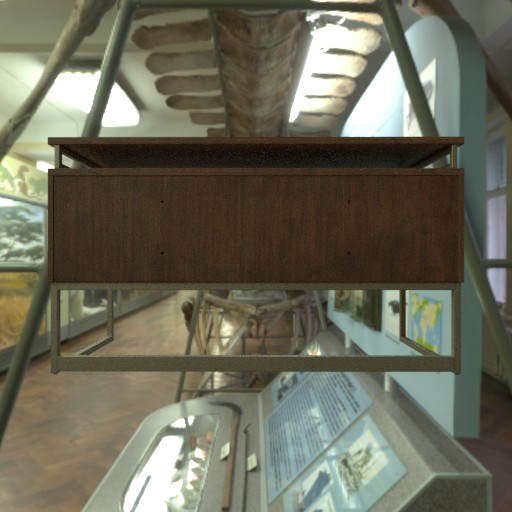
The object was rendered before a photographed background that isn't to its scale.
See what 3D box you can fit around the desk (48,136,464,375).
[{"bbox_3d":[0.000,0.000,1.776,1.384,0.792,0.610,0,0,0],"label":"desk"}]
